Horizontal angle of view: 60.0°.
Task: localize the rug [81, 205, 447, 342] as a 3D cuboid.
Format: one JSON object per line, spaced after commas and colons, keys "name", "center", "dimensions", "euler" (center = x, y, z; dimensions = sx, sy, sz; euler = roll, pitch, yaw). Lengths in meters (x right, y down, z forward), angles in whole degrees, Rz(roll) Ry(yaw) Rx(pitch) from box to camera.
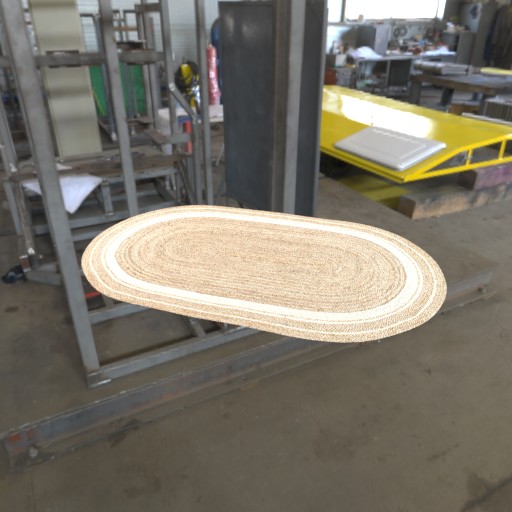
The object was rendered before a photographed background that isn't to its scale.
{"name": "rug", "center": [0.000, 0.000, 3.022], "dimensions": [2.432, 0.006, 1.520], "euler": [9, 30, 15]}
